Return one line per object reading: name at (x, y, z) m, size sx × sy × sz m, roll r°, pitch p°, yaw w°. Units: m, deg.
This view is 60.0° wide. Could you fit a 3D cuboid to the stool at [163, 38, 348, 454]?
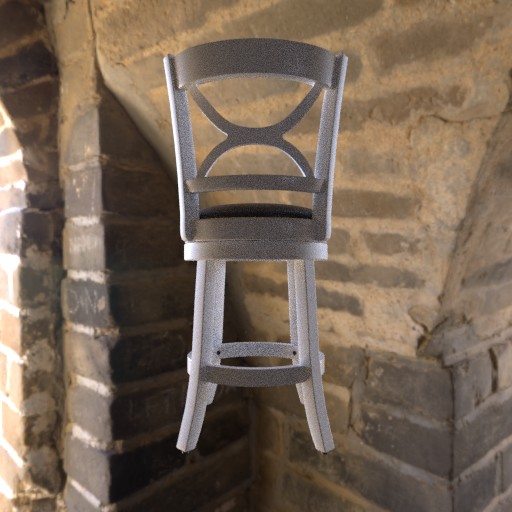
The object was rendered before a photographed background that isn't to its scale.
stool at (0.000, 0.000, 1.200) m, size 0.444 × 0.953 × 0.508 m, roll 0°, pitch -1°, yaw 1°
